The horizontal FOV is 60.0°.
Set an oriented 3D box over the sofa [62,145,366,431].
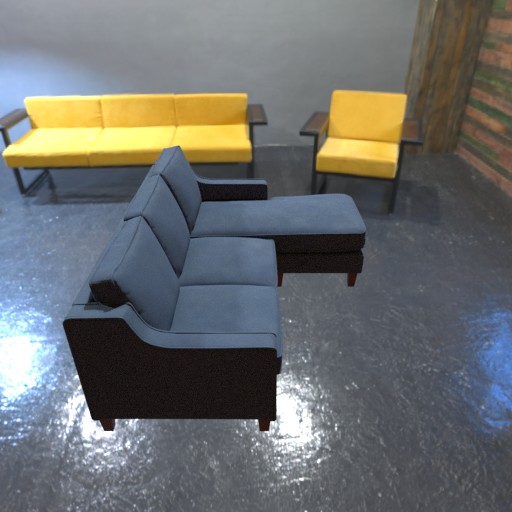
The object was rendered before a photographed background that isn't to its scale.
[{"bbox_3d":[0.000,0.000,3.276,1.858,1.066,2.317,0,31,0],"label":"sofa"}]
